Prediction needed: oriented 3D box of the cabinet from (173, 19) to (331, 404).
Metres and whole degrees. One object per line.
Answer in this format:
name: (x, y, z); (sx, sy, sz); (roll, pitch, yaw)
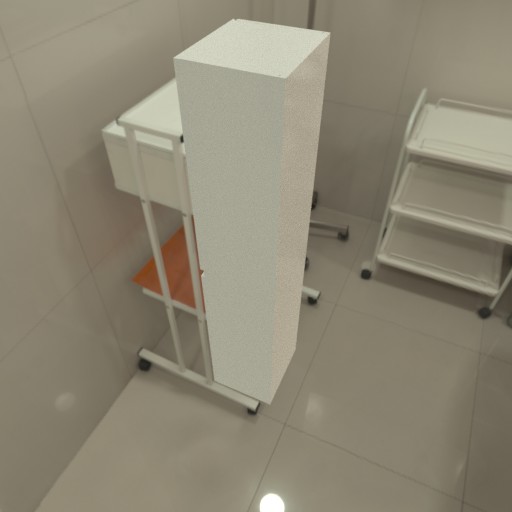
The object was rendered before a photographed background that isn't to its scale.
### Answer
cabinet: (0.000, 0.000, 1.535); (0.270, 1.400, 0.300); (18, 47, 17)
